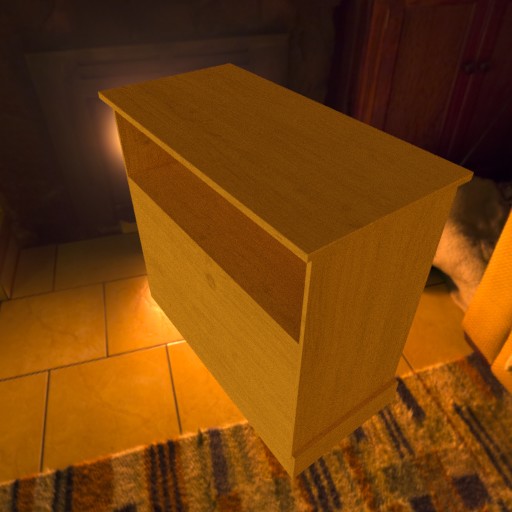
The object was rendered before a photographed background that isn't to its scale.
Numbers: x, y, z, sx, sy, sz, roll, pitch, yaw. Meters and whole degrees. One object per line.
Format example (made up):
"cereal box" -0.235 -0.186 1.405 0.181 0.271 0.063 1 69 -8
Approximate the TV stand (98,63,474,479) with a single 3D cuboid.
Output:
"TV stand" 0.000 0.000 1.276 0.430 0.787 0.851 -25 46 -27
